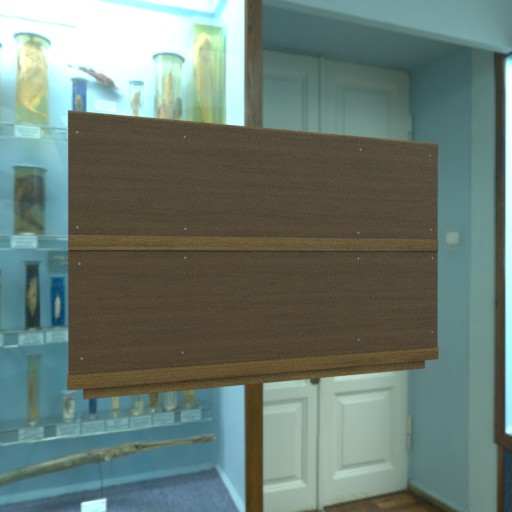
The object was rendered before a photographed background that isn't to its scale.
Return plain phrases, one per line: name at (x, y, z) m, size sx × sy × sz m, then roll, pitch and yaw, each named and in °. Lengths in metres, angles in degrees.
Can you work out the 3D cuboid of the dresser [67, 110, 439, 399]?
dresser at (0.000, 0.000, 1.657) m, size 1.261 × 0.825 × 0.479 m, roll 0°, pitch 0°, yaw -17°
